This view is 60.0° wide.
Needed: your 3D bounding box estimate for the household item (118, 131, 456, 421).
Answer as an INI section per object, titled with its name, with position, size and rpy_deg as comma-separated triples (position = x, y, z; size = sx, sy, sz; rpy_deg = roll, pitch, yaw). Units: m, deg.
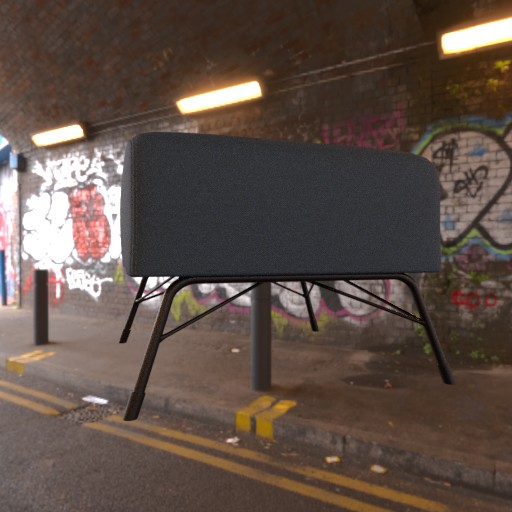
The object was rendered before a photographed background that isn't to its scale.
[household item]
position = 0.000, 0.000, 0.900
size = 0.530, 0.420, 0.530
rpy_deg = 0, 1, -18
